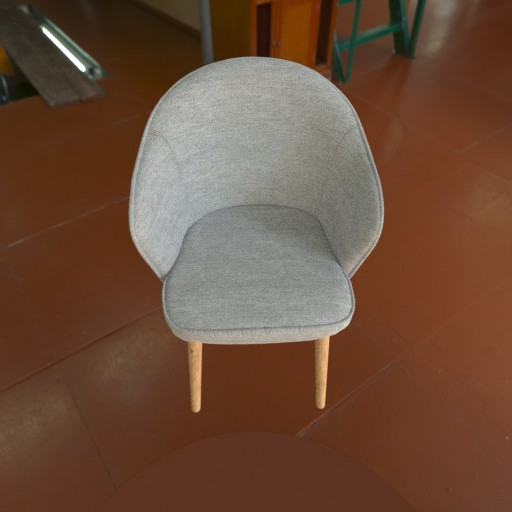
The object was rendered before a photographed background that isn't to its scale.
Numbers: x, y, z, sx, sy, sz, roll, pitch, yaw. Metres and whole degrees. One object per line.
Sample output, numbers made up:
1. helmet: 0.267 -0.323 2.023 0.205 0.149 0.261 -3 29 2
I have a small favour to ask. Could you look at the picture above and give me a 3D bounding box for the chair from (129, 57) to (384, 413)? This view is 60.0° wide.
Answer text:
1. chair: 0.000 0.000 1.141 0.540 0.800 0.530 -1 47 -1
